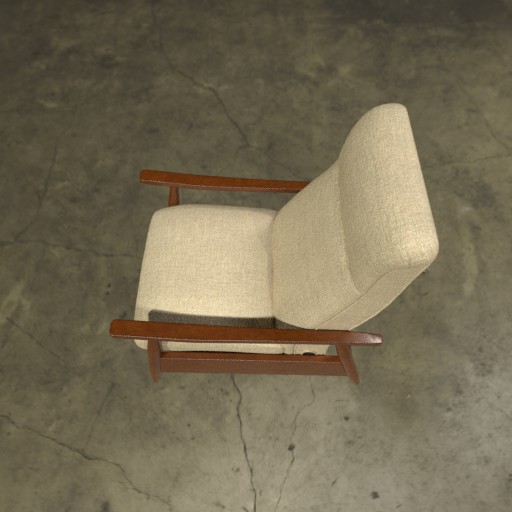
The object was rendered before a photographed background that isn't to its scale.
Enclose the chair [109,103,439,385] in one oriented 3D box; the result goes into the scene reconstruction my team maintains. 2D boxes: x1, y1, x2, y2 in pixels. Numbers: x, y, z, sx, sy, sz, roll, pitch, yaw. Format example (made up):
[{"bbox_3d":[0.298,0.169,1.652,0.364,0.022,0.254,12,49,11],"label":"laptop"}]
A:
[{"bbox_3d":[0.000,0.000,1.798,1.014,1.082,0.762,1,59,0],"label":"chair"}]
